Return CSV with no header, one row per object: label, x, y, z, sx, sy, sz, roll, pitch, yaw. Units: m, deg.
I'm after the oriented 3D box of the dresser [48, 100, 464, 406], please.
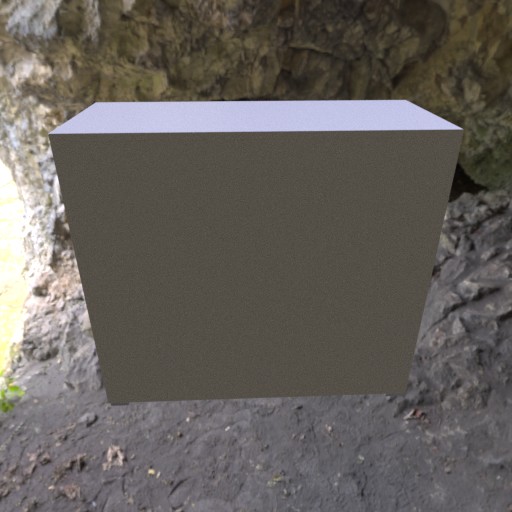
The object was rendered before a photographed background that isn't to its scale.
dresser,0.000,0.000,1.610,1.100,1.000,0.460,-1,29,-2
